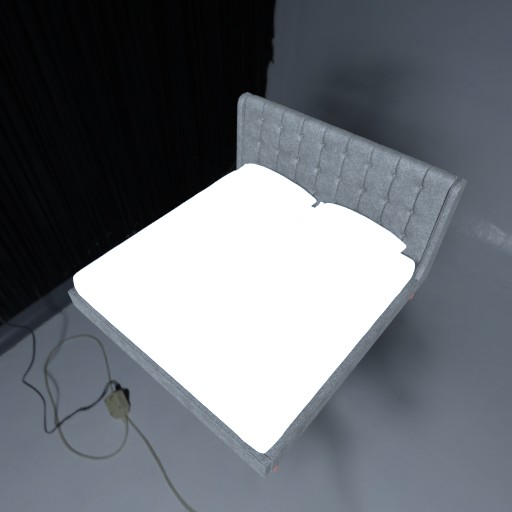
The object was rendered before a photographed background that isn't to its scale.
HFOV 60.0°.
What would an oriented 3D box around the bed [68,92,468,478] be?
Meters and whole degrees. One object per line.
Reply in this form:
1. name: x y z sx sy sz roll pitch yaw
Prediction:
1. bed: 0.000 0.000 2.565 1.531 0.933 1.638 32 54 27
